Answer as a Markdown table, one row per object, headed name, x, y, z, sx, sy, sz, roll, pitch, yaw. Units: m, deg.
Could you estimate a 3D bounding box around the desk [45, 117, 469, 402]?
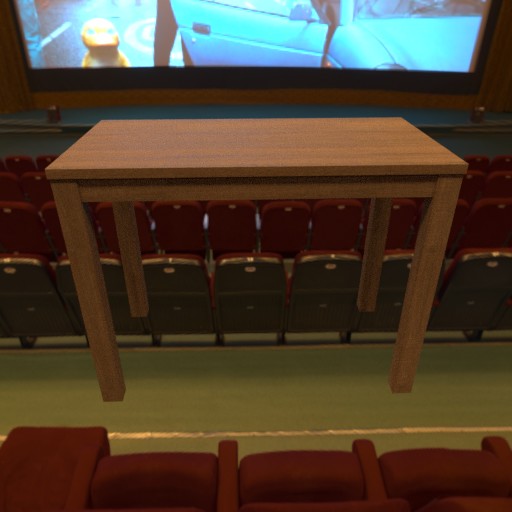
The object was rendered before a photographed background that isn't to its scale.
| name | x | y | z | sx | sy | sz | roll | pitch | yaw |
| --- | --- | --- | --- | --- | --- | --- | --- | --- | --- |
| desk | 0.000 | 0.000 | 1.438 | 0.991 | 0.762 | 0.495 | -1 | 30 | -2 |
